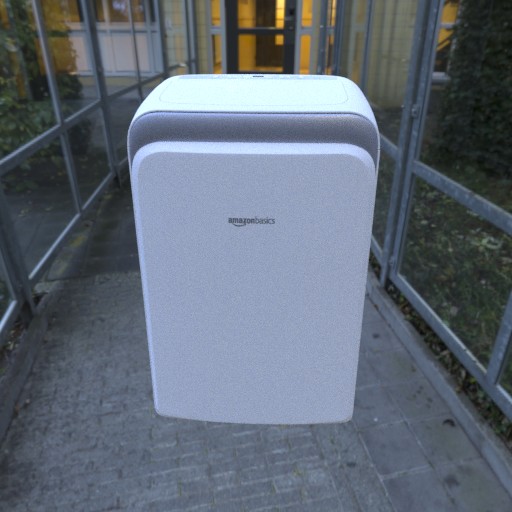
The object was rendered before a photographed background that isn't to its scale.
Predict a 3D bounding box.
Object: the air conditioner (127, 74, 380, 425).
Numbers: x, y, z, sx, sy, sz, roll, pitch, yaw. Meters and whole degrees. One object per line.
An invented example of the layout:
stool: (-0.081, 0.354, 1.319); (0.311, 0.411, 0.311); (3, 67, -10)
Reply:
air conditioner: (0.000, 0.000, 0.951); (0.454, 0.700, 0.365); (1, 29, 2)
